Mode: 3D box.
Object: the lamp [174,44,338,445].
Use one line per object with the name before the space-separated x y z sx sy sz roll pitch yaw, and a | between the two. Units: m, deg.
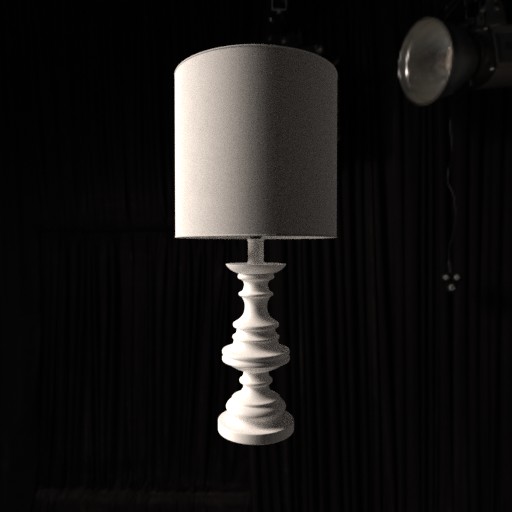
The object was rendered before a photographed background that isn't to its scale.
lamp | 0.000 0.000 0.580 0.208 0.455 0.208 0 1 -1
